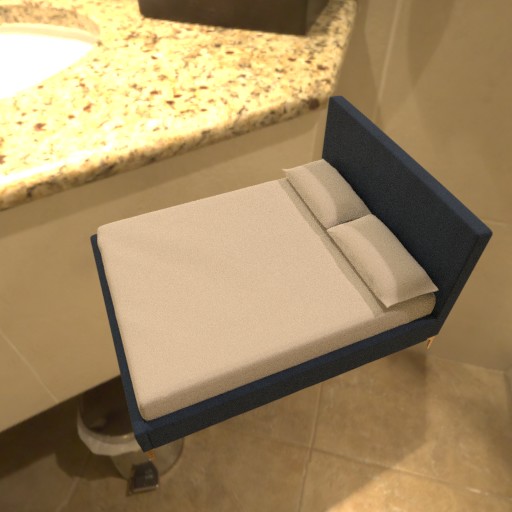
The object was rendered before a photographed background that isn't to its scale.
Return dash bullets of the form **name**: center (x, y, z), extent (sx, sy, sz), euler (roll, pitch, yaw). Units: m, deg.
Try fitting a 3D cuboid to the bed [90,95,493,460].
- **bed**: center (0.000, 0.000, 3.146), extent (2.172, 1.231, 1.723), euler (-17, 50, -15)
